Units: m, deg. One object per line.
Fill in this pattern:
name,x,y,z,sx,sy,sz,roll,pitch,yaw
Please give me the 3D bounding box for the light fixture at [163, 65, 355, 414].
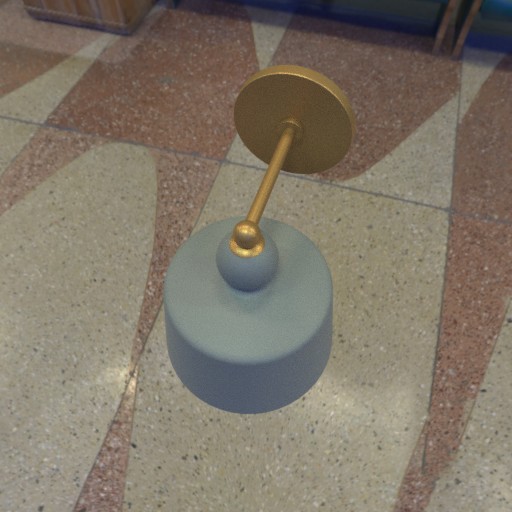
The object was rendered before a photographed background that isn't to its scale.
light fixture,0.000,0.000,0.452,0.204,0.268,0.254,16,58,10
